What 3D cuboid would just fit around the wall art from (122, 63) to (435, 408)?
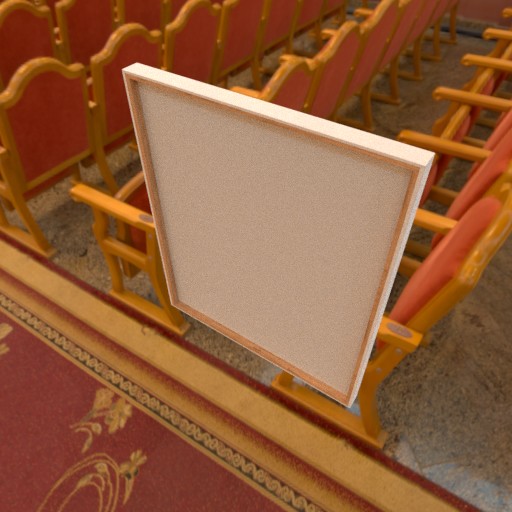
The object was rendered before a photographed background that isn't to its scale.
[{"bbox_3d":[0.000,0.000,0.847,0.508,0.606,0.037,25,50,23],"label":"wall art"}]
